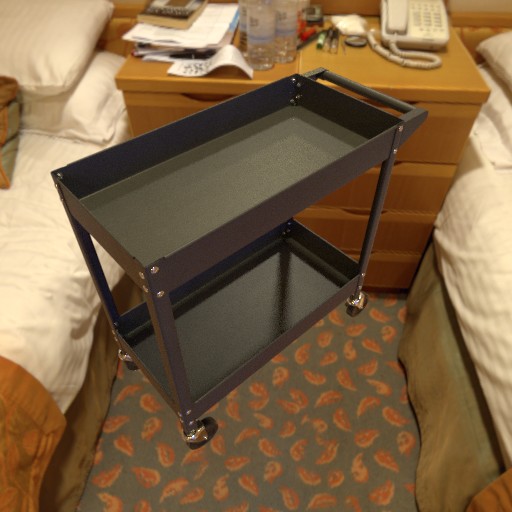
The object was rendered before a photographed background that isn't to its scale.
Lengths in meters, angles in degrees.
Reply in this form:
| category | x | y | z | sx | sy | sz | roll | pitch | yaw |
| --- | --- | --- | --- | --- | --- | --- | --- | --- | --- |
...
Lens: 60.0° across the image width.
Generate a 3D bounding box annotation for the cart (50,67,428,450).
| category | x | y | z | sx | sy | sz | roll | pitch | yaw |
| --- | --- | --- | --- | --- | --- | --- | --- | --- | --- |
| cart | 0.000 | 0.000 | 1.184 | 0.779 | 0.719 | 0.366 | -33 | 54 | -28 |
